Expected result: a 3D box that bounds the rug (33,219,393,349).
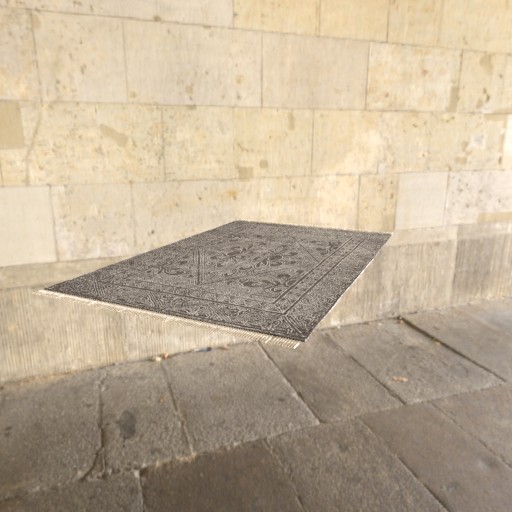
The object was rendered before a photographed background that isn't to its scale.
[{"bbox_3d":[0.000,0.000,3.133,1.529,0.010,2.440,7,17,24],"label":"rug"}]
